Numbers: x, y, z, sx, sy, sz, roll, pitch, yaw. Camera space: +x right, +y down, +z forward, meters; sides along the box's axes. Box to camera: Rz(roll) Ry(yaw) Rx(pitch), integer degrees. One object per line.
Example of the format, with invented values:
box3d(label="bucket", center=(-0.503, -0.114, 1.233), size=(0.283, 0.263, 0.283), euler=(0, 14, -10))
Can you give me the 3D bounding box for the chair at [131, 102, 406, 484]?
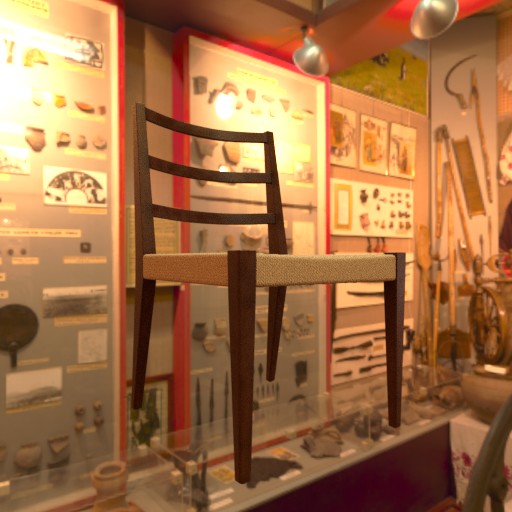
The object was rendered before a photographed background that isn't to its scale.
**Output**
box3d(label="chair", center=(0.000, 0.000, 1.127), size=(0.480, 0.813, 0.551), euler=(0, 0, -36))
